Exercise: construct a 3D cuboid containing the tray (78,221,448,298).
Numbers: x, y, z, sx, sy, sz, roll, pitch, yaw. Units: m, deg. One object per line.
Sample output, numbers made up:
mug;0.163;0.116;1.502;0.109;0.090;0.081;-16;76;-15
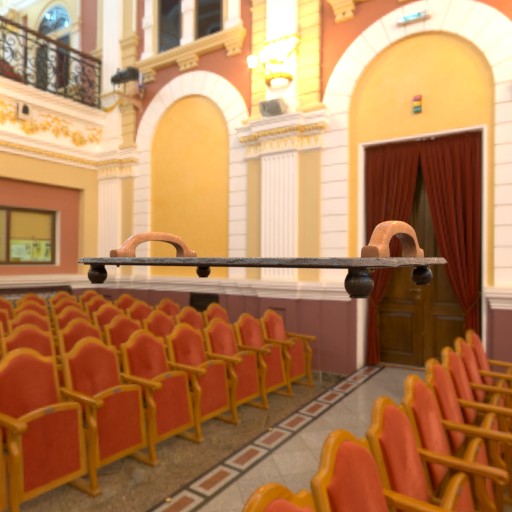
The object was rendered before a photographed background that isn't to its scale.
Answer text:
tray;0.000;0.000;0.487;0.387;0.062;0.231;0;0;34
